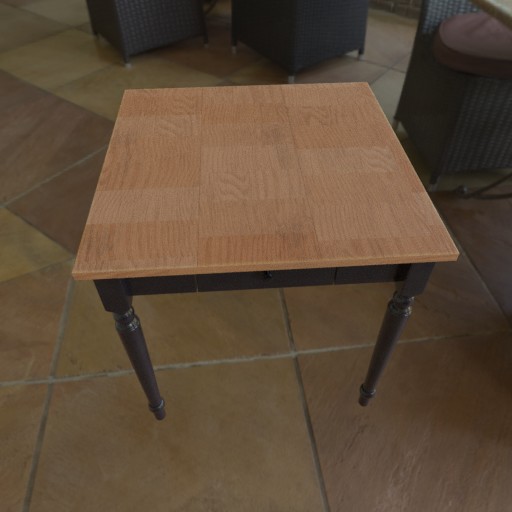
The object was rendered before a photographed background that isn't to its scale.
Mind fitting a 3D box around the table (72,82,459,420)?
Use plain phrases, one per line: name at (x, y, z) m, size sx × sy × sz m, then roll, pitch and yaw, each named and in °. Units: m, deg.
table at (0.000, 0.000, 1.372) m, size 0.747 × 0.738 × 0.747 m, roll -3°, pitch 46°, yaw -3°
